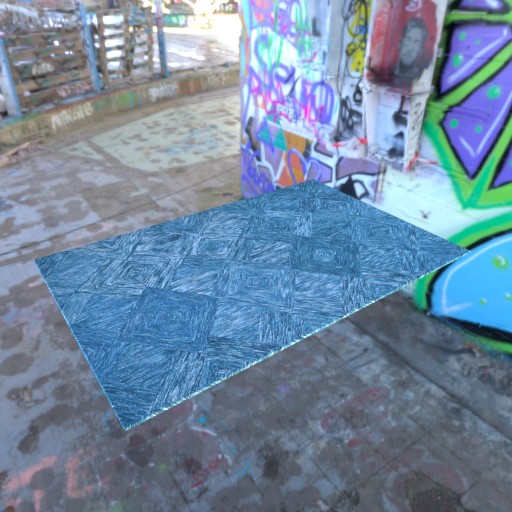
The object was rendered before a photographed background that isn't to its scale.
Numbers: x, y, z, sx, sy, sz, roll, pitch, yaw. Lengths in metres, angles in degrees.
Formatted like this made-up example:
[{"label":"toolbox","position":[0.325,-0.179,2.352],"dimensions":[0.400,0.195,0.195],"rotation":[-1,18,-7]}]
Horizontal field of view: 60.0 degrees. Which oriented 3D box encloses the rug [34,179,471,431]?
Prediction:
[{"label":"rug","position":[0.000,0.000,2.758],"dimensions":[2.277,0.015,1.490],"rotation":[-20,37,-30]}]
